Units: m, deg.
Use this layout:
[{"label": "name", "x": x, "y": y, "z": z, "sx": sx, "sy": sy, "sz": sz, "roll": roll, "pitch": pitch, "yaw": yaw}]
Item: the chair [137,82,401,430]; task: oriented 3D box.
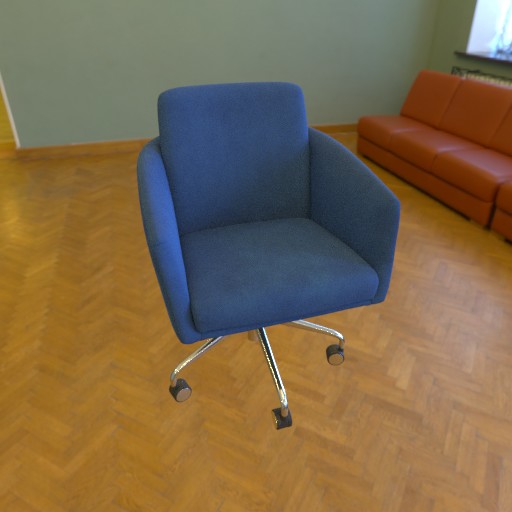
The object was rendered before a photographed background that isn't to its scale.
[{"label": "chair", "x": 0.000, "y": 0.000, "z": 1.349, "sx": 0.641, "sy": 0.908, "sz": 0.635, "roll": -9, "pitch": 32, "yaw": -15}]
